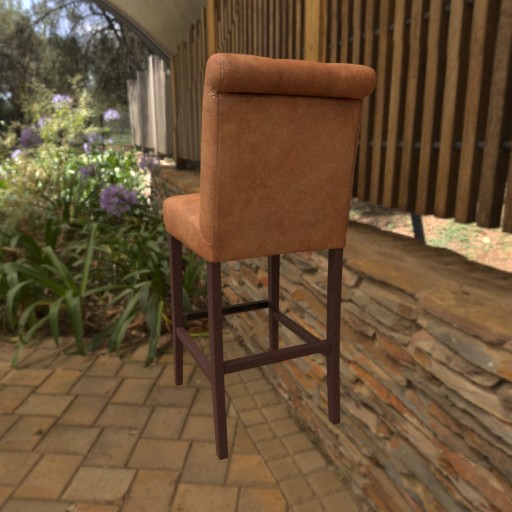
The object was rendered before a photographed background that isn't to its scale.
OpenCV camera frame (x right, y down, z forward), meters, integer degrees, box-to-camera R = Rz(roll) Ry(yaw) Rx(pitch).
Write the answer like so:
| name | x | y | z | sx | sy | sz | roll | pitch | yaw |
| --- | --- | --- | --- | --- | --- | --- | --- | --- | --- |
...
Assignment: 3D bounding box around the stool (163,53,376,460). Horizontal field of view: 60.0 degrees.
| name | x | y | z | sx | sy | sz | roll | pitch | yaw |
| --- | --- | --- | --- | --- | --- | --- | --- | --- | --- |
| stool | 0.000 | 0.000 | 1.478 | 0.493 | 1.140 | 0.601 | -7 | 16 | -24 |
